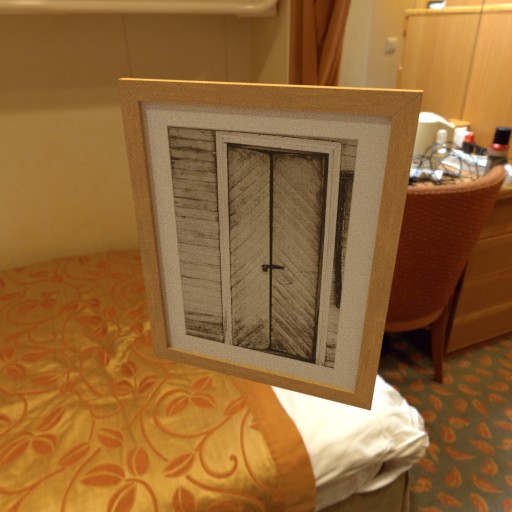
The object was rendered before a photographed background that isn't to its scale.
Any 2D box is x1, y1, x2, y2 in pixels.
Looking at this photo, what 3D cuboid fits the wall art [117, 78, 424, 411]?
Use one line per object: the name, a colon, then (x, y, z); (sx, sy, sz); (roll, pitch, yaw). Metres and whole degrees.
wall art: (0.000, 0.000, 0.771); (0.460, 0.561, 0.020); (9, 29, 17)
